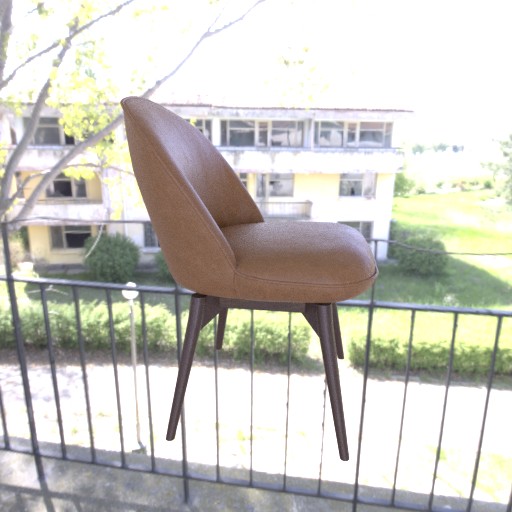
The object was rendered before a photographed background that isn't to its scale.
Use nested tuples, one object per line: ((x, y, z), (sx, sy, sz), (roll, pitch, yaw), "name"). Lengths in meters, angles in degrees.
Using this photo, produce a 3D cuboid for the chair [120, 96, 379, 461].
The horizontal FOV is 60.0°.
((0.000, 0.000, 1.213), (0.631, 0.831, 0.521), (2, 15, 9), "chair")
